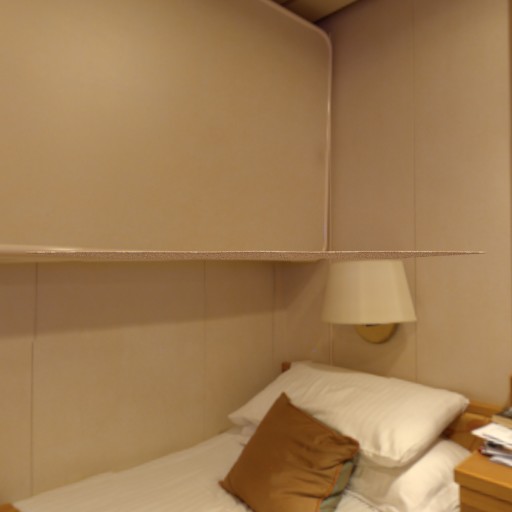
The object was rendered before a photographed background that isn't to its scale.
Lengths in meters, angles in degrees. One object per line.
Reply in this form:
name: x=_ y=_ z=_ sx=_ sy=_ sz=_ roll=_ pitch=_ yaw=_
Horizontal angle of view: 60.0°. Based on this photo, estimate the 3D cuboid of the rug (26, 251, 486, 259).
rug: x=0.000 y=0.000 z=4.417 sx=3.365 sy=0.020 sz=2.452 roll=0 pitch=-1 yaw=0
